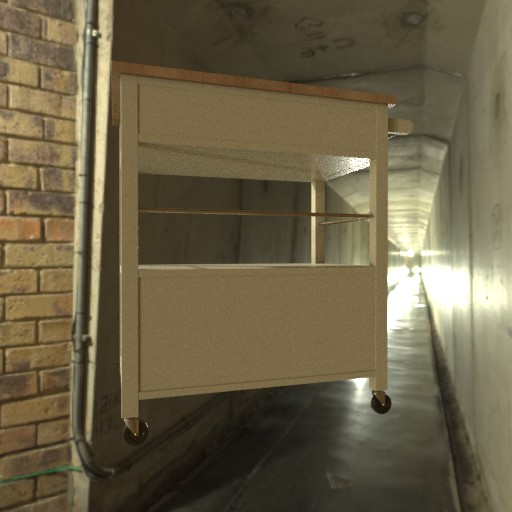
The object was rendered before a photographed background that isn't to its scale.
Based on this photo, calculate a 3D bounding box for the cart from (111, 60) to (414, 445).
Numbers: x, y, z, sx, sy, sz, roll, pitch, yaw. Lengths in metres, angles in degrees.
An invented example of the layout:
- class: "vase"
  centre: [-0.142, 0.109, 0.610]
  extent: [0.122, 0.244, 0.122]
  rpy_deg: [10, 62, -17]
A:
- class: "cart"
  centre: [0.000, 0.000, 1.363]
  extent: [0.840, 0.901, 0.459]
  rpy_deg: [0, 0, -18]
